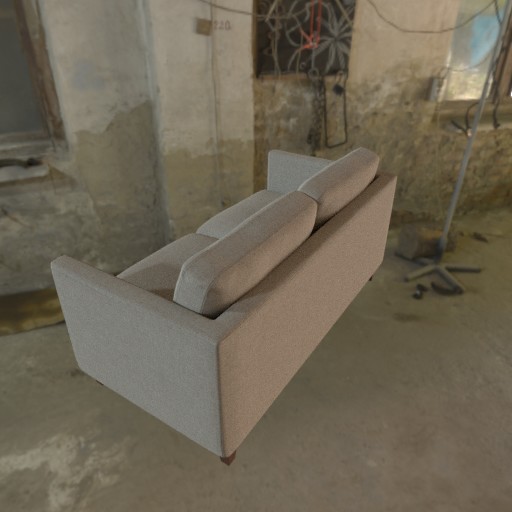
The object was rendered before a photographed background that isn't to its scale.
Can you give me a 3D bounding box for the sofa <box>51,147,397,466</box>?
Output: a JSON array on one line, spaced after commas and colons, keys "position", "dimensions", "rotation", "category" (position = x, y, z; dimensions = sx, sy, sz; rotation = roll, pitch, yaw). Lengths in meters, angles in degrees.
[{"position": [0.000, 0.000, 2.485], "dimensions": [0.951, 0.947, 1.884], "rotation": [19, 36, 28], "category": "sofa"}]
